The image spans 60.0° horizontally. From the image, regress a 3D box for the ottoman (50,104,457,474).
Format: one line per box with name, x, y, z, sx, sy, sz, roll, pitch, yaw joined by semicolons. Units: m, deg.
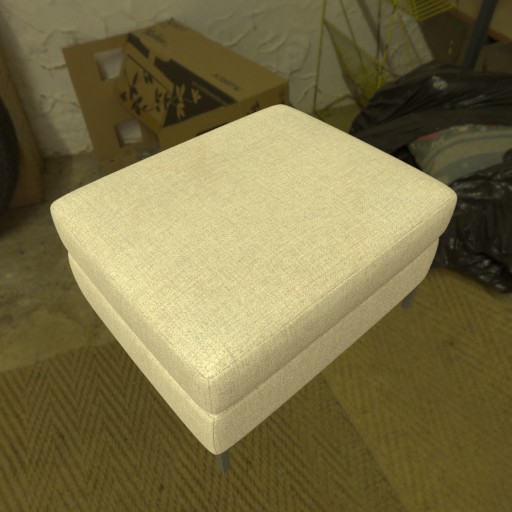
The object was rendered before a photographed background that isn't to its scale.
ottoman;0.000;0.000;1.221;0.820;0.490;0.671;-32;53;-28
